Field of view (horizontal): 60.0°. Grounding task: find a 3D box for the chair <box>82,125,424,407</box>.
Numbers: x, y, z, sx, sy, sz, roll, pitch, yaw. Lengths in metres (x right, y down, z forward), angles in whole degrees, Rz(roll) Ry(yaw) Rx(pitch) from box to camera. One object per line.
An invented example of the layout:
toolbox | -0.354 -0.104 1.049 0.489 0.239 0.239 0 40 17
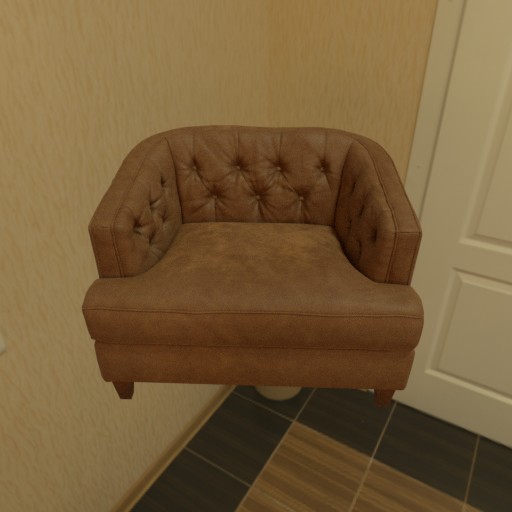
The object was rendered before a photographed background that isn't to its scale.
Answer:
chair | 0.000 0.000 1.798 1.119 0.836 0.911 1 31 2
